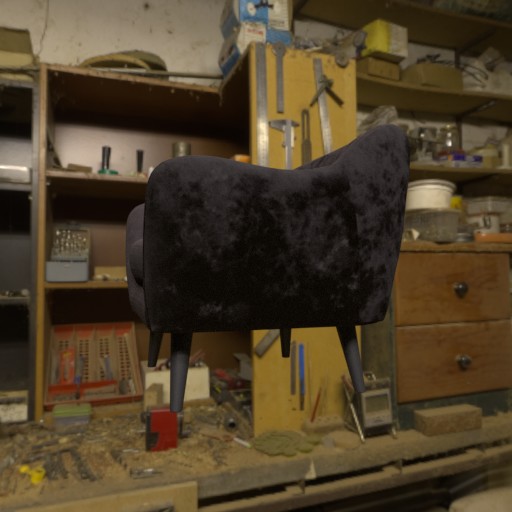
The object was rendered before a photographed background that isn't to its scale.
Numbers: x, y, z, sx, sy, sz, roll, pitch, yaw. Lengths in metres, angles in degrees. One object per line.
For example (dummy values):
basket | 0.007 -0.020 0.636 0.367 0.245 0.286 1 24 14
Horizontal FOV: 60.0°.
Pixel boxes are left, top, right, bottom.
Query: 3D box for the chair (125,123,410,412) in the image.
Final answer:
chair | 0.000 0.000 1.496 0.819 0.807 0.840 1 -2 -19
